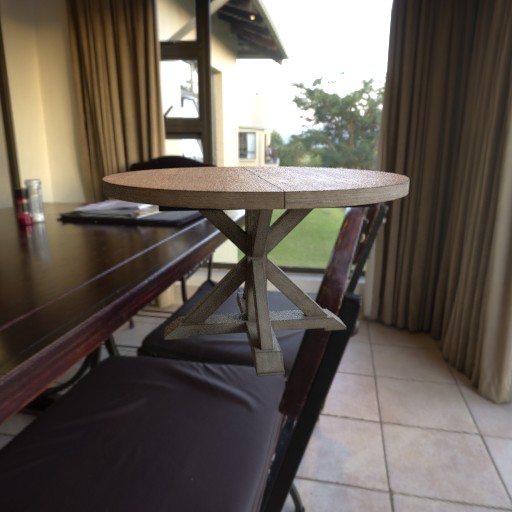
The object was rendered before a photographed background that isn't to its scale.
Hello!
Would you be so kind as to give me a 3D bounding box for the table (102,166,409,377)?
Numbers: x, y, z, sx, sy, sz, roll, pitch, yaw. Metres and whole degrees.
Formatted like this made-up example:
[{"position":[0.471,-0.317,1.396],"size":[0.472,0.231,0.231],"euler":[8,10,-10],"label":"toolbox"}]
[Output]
[{"position":[0.000,0.000,2.167],"size":[1.363,0.781,1.363],"euler":[0,15,0],"label":"table"}]
